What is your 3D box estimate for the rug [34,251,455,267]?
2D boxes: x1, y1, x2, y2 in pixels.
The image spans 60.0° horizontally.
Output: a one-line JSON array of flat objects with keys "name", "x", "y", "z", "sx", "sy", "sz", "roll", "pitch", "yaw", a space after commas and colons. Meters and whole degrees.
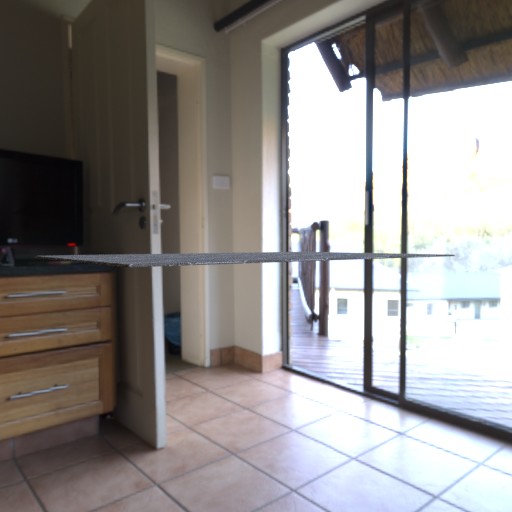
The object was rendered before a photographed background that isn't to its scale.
[{"name": "rug", "x": 0.000, "y": 0.000, "z": 3.037, "sx": 2.457, "sy": 0.012, "sz": 1.541, "roll": -1, "pitch": 2, "yaw": -38}]
